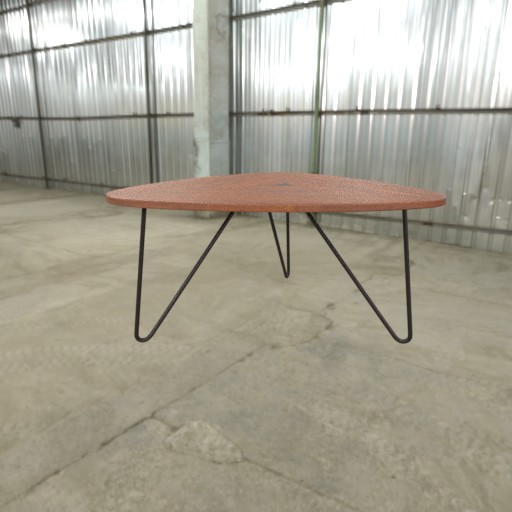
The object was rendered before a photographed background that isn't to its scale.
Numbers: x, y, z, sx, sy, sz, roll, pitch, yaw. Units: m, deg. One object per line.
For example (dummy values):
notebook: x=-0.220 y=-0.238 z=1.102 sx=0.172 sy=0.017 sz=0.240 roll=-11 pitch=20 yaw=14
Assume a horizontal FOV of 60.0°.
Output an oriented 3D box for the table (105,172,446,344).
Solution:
table: x=0.000 y=0.000 z=1.320 sx=0.821 sy=0.413 sz=0.833 roll=-7 pitch=17 yaw=-25
